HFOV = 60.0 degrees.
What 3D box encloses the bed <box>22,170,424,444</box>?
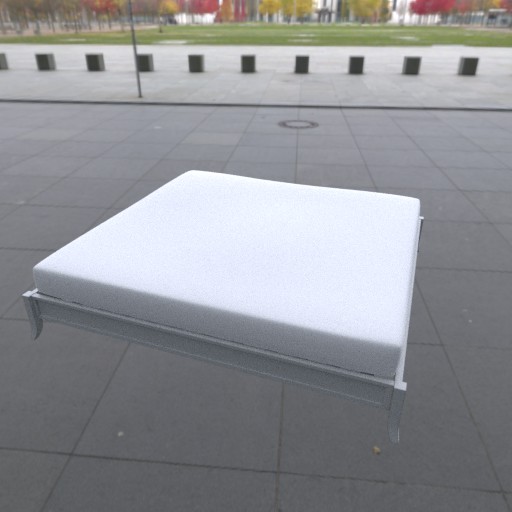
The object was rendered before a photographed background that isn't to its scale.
[{"bbox_3d":[0.000,0.000,3.013,2.108,0.510,2.007,10,30,18],"label":"bed"}]
